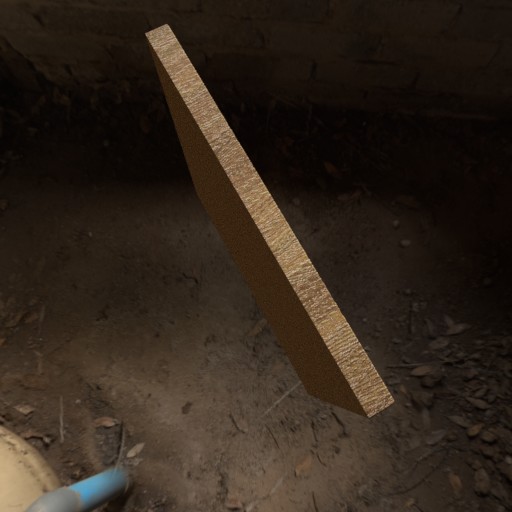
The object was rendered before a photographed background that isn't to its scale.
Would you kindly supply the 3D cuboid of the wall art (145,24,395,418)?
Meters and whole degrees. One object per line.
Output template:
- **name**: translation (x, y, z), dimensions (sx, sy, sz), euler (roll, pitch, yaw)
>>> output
- **wall art**: translation (0.000, 0.000, 0.874), dimensions (0.042, 0.608, 0.611), euler (-28, 77, -7)
